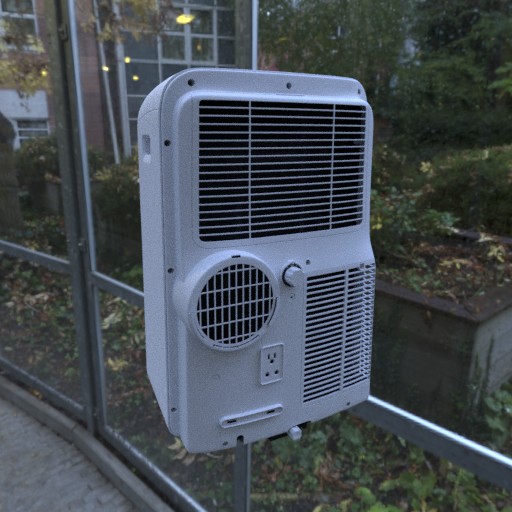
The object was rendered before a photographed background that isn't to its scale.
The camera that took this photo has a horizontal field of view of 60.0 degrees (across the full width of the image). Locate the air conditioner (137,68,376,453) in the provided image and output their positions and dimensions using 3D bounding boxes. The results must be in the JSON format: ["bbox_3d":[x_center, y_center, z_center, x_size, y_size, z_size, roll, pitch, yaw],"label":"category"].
[{"bbox_3d":[0.000,0.000,0.941,0.454,0.700,0.365,-8,17,-26],"label":"air conditioner"}]
